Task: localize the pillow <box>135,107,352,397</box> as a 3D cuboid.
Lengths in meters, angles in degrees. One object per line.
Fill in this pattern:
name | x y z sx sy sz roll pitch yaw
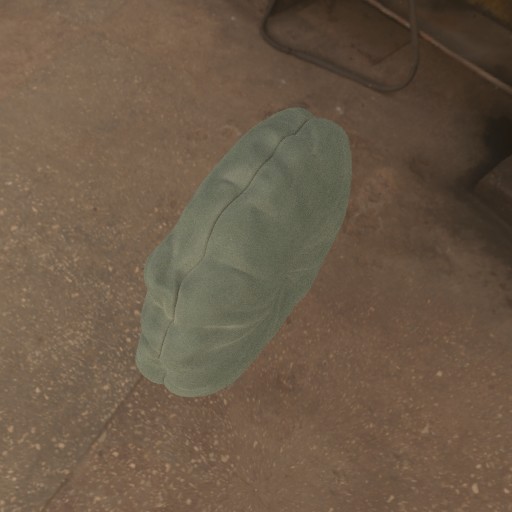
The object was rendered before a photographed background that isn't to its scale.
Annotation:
pillow | 0.000 0.000 0.623 0.148 0.407 0.428 31 66 15
